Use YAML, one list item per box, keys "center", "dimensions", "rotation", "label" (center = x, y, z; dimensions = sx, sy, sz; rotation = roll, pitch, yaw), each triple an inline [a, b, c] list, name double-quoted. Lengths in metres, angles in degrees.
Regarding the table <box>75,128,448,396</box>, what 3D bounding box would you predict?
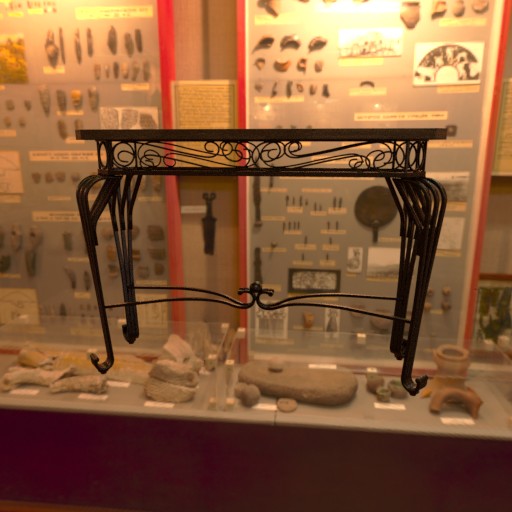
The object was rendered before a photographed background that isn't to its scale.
- center: [0.000, 0.000, 1.466]
  dimensions: [1.112, 0.800, 0.329]
  rotation: [2, 14, 7]
  label: "table"
